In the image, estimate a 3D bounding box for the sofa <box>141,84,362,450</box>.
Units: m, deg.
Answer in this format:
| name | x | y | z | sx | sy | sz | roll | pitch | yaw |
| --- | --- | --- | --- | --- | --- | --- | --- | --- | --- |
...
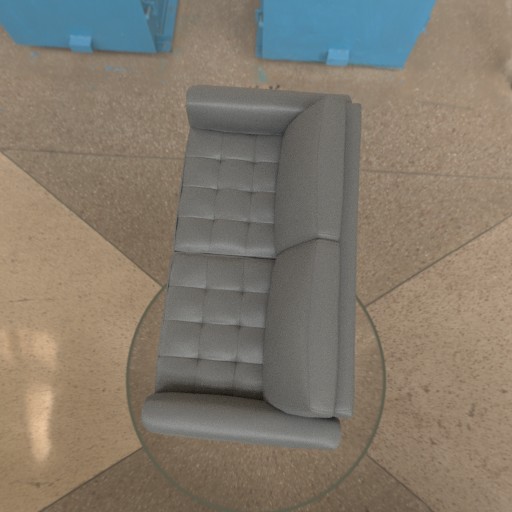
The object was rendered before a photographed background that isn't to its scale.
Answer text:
| name | x | y | z | sx | sy | sz | roll | pitch | yaw |
| --- | --- | --- | --- | --- | --- | --- | --- | --- | --- |
| sofa | 0.000 | 0.000 | 2.743 | 1.121 | 0.930 | 2.177 | 5 | 76 | 1 |
